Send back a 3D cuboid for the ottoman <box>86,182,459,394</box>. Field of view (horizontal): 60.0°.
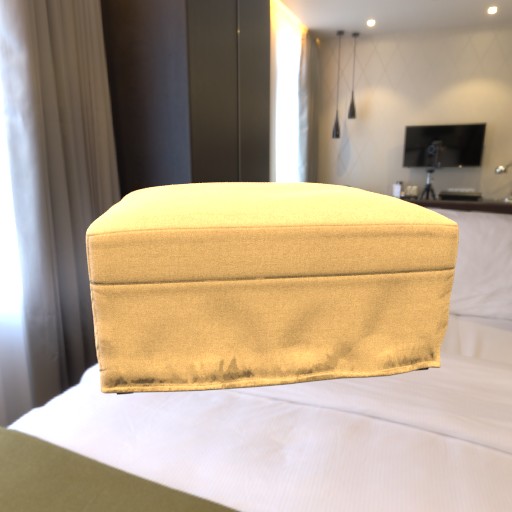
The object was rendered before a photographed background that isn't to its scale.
[{"bbox_3d":[0.000,0.000,1.368,0.840,0.436,0.843,-2,13,-9],"label":"ottoman"}]
